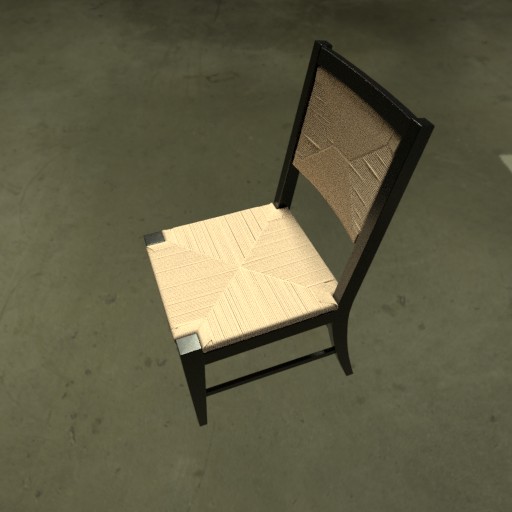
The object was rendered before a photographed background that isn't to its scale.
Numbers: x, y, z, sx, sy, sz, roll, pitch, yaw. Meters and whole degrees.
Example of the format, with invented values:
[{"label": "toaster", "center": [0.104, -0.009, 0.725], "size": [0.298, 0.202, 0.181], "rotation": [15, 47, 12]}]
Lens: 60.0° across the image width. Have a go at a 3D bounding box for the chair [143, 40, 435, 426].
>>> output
[{"label": "chair", "center": [0.000, 0.000, 1.220], "size": [0.552, 0.927, 0.437], "rotation": [-16, 48, -14]}]
